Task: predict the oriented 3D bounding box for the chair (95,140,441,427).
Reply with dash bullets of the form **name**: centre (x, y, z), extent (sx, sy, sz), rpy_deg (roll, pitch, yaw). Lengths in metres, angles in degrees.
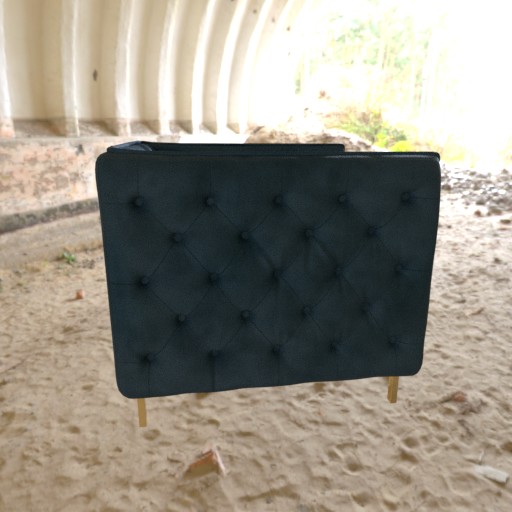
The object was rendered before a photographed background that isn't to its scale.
- **chair**: centre (0.000, 0.000, 1.545), extent (0.877, 0.771, 0.868), rpy_deg (-2, 16, -8)
